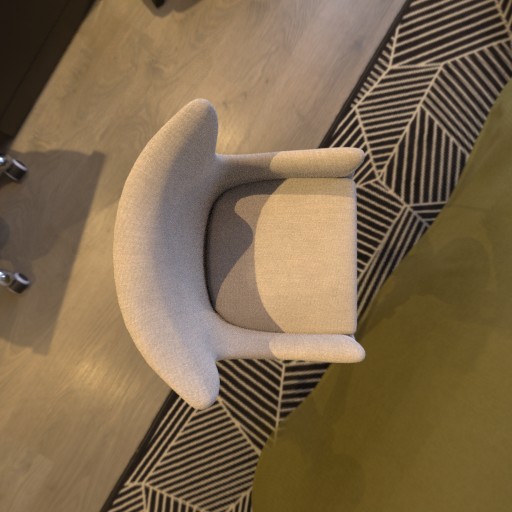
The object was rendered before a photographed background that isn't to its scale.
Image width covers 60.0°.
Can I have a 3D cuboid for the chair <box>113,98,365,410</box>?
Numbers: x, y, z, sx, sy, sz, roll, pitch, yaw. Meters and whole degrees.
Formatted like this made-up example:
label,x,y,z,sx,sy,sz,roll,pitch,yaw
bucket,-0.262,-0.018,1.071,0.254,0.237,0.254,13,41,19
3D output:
label,x,y,z,sx,sy,sz,roll,pitch,yaw
chair,0.000,0.000,1.494,0.677,0.948,0.732,0,89,1
